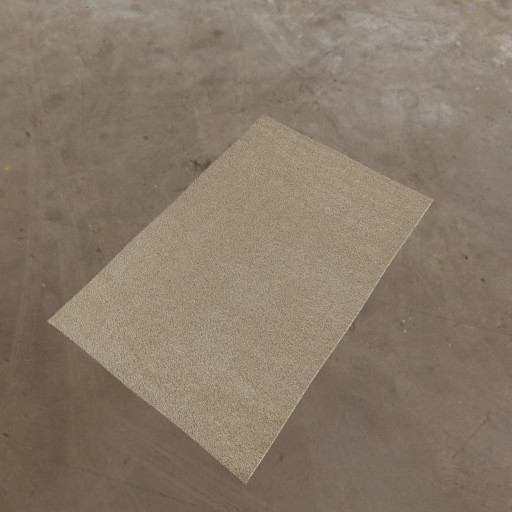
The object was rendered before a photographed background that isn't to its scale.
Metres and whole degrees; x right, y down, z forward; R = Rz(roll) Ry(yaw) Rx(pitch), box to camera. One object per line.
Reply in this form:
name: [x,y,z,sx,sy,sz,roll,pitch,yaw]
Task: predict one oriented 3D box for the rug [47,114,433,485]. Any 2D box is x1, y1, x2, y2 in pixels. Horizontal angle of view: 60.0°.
rug: [0.000,0.000,3.519,1.800,0.025,2.699,32,64,18]
